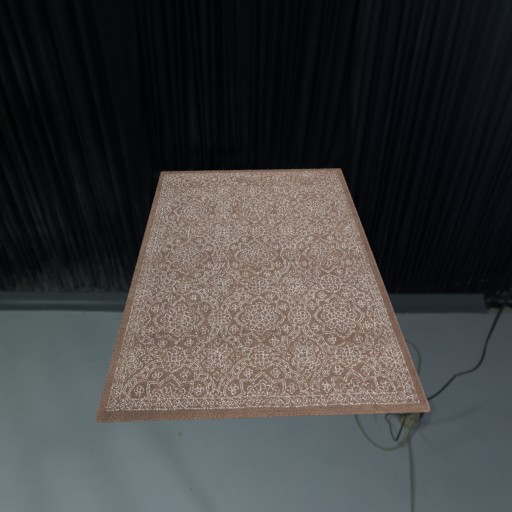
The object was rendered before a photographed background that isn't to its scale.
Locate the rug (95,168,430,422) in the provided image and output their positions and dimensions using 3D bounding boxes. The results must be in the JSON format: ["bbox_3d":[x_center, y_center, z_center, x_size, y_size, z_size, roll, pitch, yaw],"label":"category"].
[{"bbox_3d":[0.000,0.000,2.883,1.524,0.011,2.286,-1,40,-2],"label":"rug"}]
